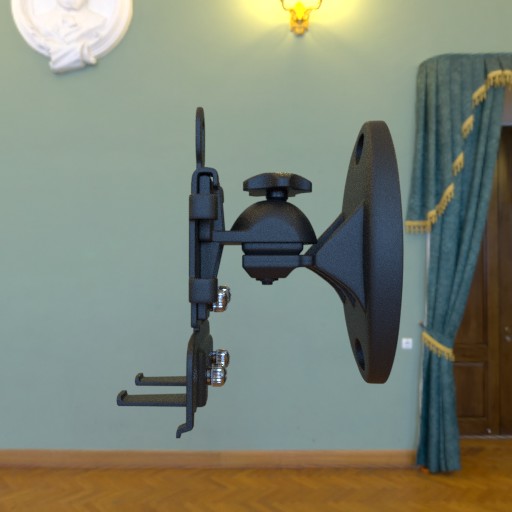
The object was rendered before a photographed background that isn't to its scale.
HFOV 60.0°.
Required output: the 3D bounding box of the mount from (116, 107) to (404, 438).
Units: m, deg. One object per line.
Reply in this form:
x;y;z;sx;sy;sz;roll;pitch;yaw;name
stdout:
0.000;0.000;0.176;0.100;0.118;0.066;0;-1;-1;mount
